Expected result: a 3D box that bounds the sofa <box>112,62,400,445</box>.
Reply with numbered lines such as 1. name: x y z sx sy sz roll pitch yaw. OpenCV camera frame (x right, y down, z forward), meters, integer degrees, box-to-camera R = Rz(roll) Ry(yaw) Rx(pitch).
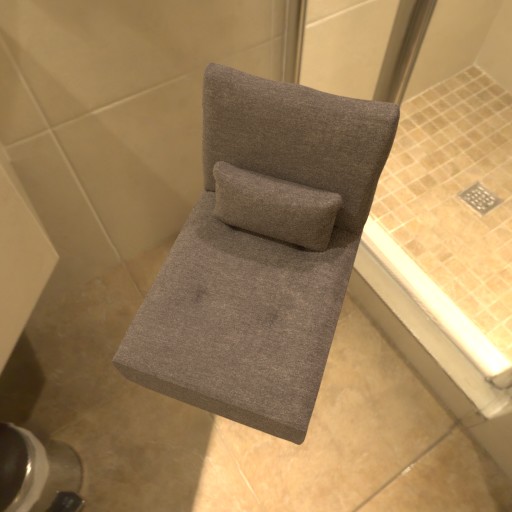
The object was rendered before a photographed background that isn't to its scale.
1. sofa: 0.000 0.000 1.593 0.700 0.820 1.000 17 61 10
